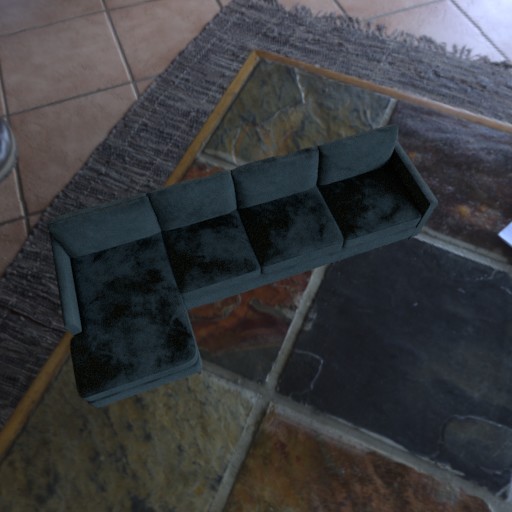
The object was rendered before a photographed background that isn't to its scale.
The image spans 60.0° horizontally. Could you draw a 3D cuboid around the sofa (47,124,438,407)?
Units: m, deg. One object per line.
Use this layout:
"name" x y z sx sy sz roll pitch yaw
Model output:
"sofa" 0.000 0.000 3.998 3.400 0.967 1.500 -17 63 -9
